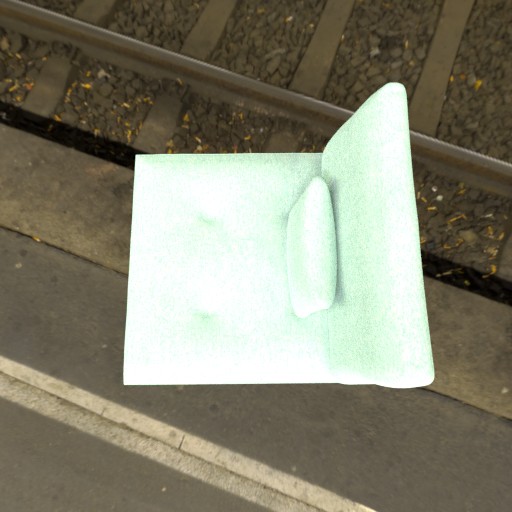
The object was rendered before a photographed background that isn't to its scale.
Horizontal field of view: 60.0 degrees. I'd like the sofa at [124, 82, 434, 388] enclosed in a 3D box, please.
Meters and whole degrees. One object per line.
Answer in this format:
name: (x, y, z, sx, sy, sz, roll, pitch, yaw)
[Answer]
sofa: (0.000, 0.000, 1.649, 1.000, 0.820, 0.930, -1, 76, 0)
